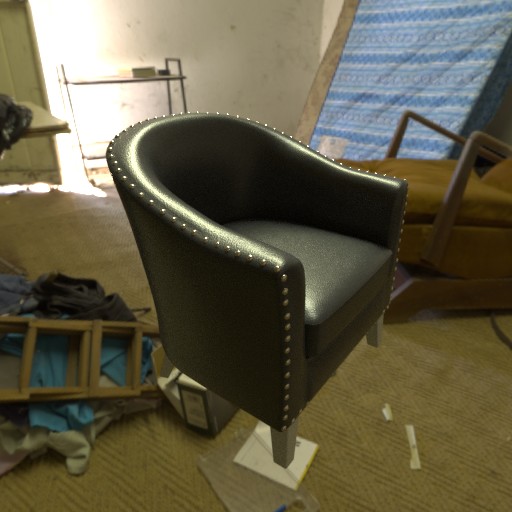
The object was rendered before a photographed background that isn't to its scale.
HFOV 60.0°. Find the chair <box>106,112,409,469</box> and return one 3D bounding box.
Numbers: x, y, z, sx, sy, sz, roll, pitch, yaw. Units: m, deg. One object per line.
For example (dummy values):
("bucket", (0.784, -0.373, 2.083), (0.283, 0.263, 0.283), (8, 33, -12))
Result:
("chair", (0.000, 0.000, 1.439), (0.748, 0.823, 0.794), (17, 31, 32))
